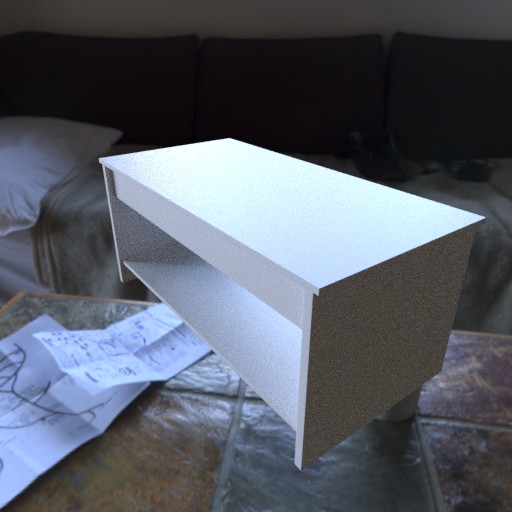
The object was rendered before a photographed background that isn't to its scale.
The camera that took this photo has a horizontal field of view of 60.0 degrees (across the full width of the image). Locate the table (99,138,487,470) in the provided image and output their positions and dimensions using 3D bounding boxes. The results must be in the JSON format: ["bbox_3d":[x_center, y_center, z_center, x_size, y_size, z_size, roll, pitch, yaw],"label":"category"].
[{"bbox_3d":[0.000,0.000,1.282,0.500,0.441,1.000,-19,32,-32],"label":"table"}]
